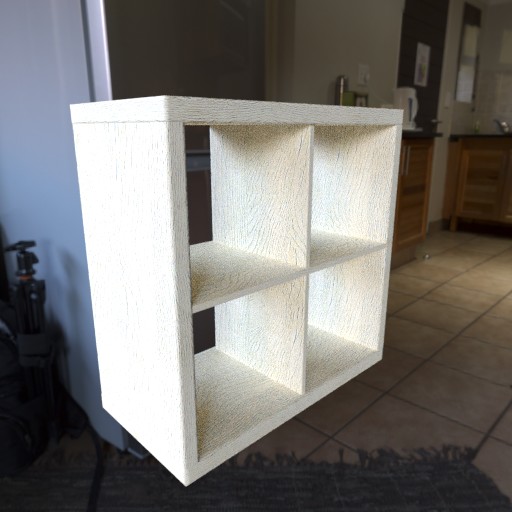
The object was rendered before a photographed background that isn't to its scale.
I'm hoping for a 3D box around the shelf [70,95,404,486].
[{"bbox_3d":[0.000,0.000,1.236,0.790,0.786,0.390,-15,22,-42],"label":"shelf"}]
